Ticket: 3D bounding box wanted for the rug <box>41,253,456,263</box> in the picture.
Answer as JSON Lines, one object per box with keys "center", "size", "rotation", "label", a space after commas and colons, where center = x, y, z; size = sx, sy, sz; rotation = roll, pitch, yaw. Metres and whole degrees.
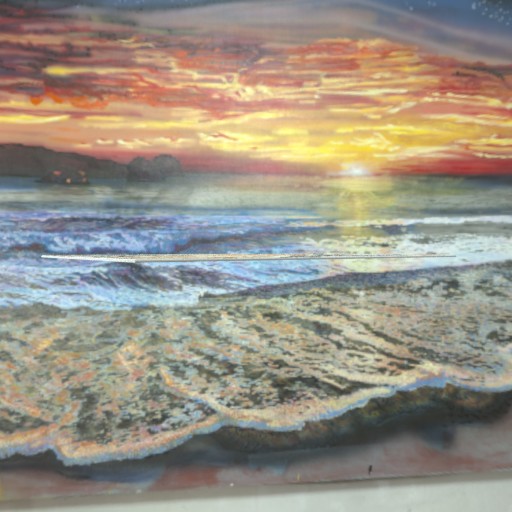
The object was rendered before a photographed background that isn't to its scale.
{"center": [0.000, 0.000, 2.905], "size": [2.275, 0.014, 1.514], "rotation": [-1, 1, -38], "label": "rug"}
